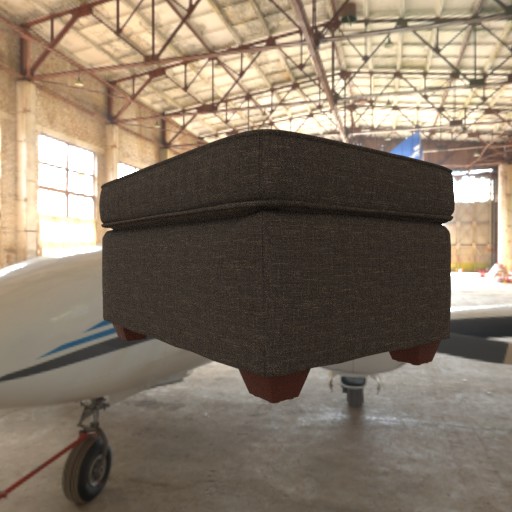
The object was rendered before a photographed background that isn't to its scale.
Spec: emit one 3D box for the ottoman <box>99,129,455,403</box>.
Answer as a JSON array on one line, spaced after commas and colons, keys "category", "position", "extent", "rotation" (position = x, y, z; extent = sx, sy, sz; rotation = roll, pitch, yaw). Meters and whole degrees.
[{"category": "ottoman", "position": [0.000, 0.000, 1.070], "extent": [0.549, 0.450, 0.749], "rotation": [0, 0, -37]}]
